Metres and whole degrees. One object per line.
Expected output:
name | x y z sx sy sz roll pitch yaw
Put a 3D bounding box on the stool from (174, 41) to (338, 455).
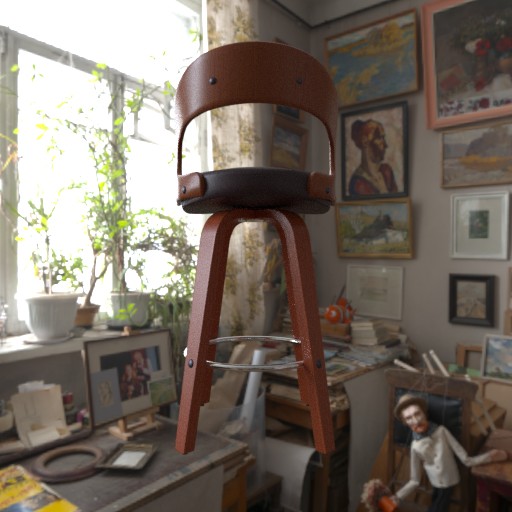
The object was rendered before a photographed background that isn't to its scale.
stool | 0.000 0.000 1.191 0.457 0.940 0.457 0 0 0
